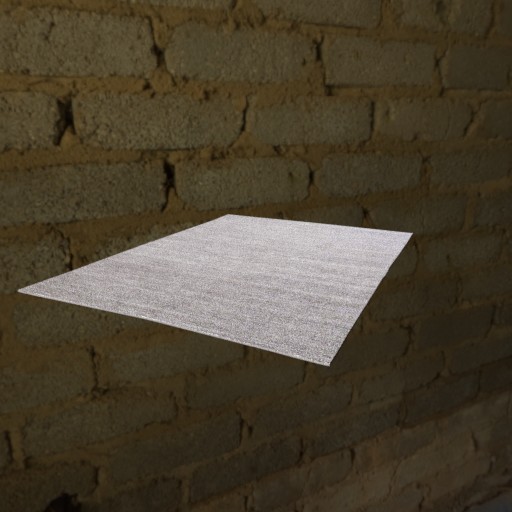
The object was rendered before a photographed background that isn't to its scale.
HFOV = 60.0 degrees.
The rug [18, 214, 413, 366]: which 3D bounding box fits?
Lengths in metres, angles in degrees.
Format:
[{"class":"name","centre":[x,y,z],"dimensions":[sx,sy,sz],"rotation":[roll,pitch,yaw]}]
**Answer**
[{"class":"rug","centre":[0.000,0.000,4.195],"dimensions":[2.434,0.045,3.202],"rotation":[8,19,25]}]
